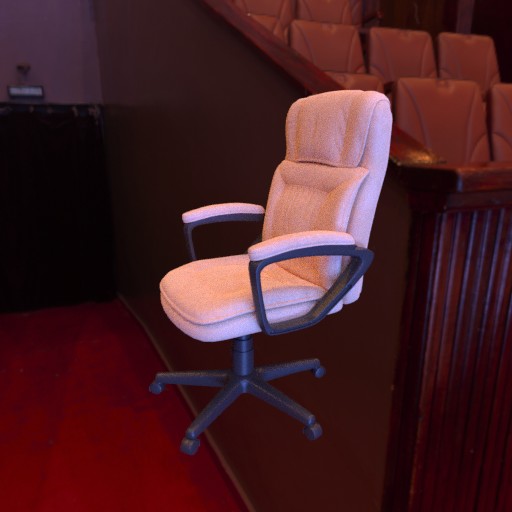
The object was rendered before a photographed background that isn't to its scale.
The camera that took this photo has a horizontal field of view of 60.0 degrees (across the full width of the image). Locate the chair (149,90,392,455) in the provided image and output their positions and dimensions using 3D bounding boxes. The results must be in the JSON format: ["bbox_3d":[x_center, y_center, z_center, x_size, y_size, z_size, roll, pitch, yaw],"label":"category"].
[{"bbox_3d":[0.000,0.000,1.550,0.724,1.105,0.667,-8,18,-26],"label":"chair"}]
